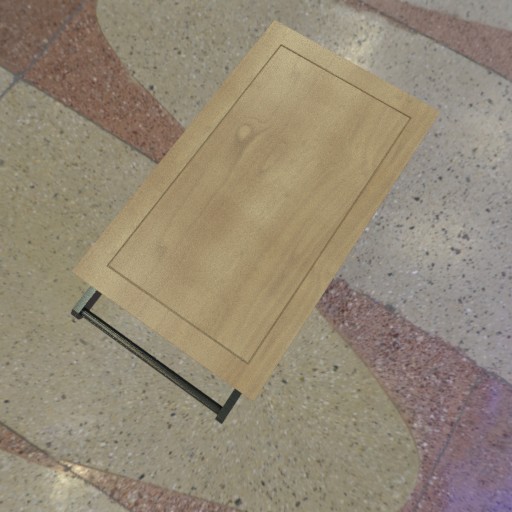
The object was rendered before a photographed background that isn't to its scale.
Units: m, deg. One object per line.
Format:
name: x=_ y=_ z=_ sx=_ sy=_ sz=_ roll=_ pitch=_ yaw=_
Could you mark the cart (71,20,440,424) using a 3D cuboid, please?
cart: x=0.000 y=0.000 z=1.392 sx=0.459 sy=0.901 sz=0.840 roll=33 pitch=77 yaw=8
